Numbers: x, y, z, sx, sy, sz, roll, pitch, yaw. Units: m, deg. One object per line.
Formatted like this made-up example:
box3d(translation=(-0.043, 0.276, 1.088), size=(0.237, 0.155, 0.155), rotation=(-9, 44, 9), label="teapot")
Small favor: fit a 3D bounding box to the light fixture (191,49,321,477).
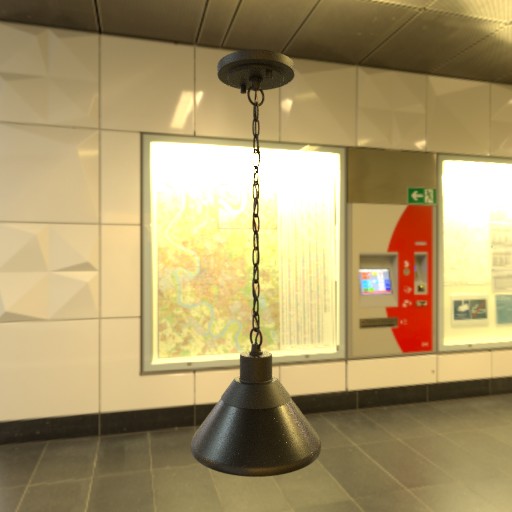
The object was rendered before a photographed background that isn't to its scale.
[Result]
box3d(translation=(0.000, 0.000, 0.690), size=(0.201, 0.588, 0.201), rotation=(0, 0, -35), label="light fixture")
